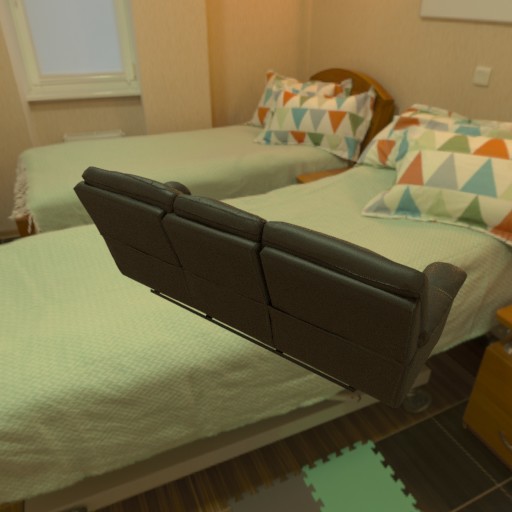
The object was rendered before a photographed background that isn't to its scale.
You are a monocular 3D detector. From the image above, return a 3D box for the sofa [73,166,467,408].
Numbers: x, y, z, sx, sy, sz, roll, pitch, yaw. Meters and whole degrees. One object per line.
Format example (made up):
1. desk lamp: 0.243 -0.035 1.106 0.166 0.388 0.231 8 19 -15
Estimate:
1. sofa: 0.000 0.000 3.171 2.627 1.134 1.104 20 36 30
